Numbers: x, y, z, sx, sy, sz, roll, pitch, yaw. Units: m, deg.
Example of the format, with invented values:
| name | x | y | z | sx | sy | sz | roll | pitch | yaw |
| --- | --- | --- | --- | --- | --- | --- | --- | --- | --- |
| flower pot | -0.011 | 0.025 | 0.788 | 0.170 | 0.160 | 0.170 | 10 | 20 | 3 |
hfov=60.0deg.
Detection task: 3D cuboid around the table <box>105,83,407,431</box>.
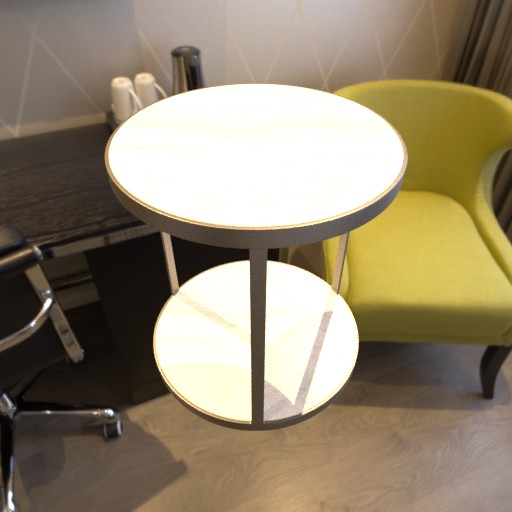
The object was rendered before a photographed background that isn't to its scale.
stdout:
| name | x | y | z | sx | sy | sz | roll | pitch | yaw |
| --- | --- | --- | --- | --- | --- | --- | --- | --- | --- |
| table | 0.000 | 0.000 | 0.831 | 0.445 | 0.479 | 0.445 | 0 | 42 | 0 |
